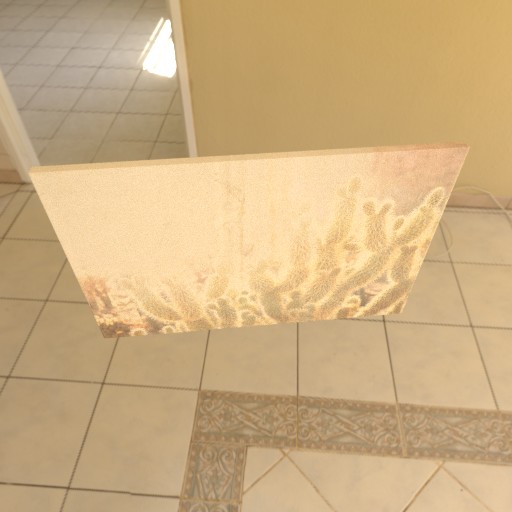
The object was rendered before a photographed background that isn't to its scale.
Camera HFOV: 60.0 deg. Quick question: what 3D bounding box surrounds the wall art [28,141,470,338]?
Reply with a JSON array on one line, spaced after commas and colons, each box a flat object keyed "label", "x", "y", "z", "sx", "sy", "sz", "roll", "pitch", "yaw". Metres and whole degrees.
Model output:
[{"label": "wall art", "x": 0.000, "y": 0.000, "z": 1.905, "sx": 1.525, "sy": 1.012, "sz": 0.038, "roll": -4, "pitch": 47, "yaw": -4}]
